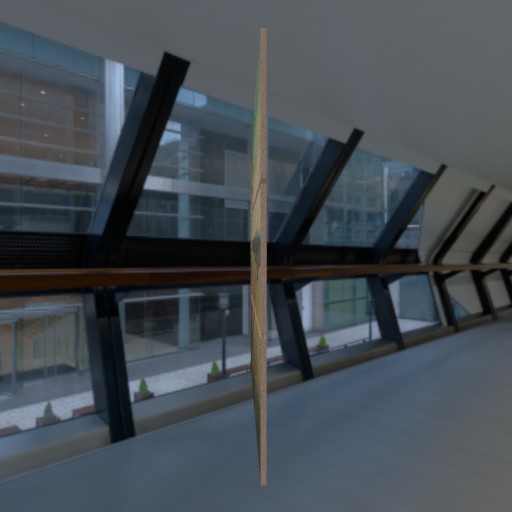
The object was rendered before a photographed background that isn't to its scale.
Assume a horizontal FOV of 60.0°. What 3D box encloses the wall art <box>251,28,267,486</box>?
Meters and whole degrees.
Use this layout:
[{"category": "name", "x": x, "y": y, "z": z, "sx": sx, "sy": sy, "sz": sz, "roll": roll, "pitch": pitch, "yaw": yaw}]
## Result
[{"category": "wall art", "x": 0.000, "y": 0.000, "z": 1.340, "sx": 0.012, "sy": 0.910, "sz": 0.917, "roll": 0, "pitch": 1, "yaw": -2}]
